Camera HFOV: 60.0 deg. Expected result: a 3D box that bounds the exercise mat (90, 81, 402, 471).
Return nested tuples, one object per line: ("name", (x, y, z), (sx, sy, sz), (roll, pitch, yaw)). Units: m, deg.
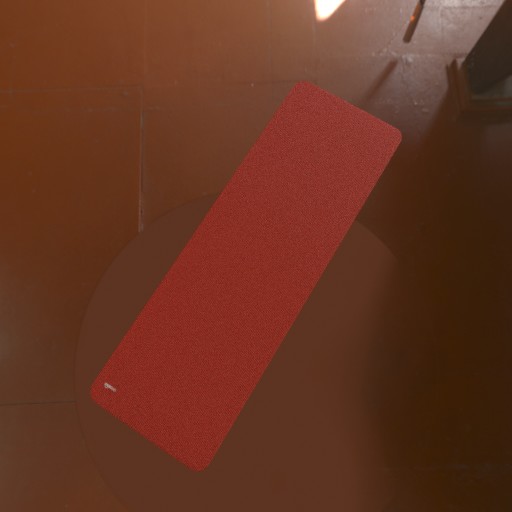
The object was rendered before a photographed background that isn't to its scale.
("exercise mat", (0.000, 0.000, 2.088), (0.616, 0.021, 1.869), (31, 79, 7))
